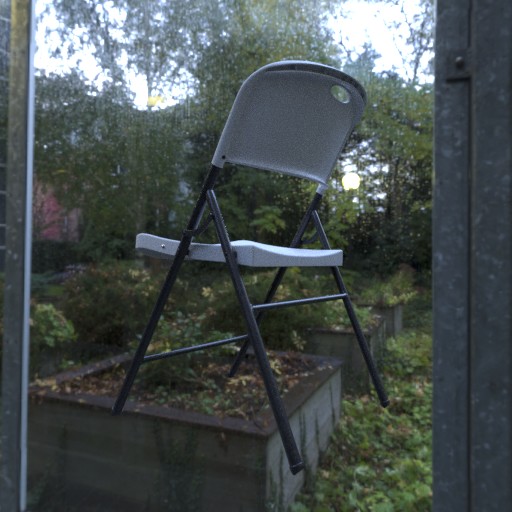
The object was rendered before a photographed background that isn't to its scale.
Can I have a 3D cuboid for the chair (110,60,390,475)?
[{"bbox_3d":[0.000,0.000,1.163,0.566,0.810,0.494,-1,-1,36],"label":"chair"}]
